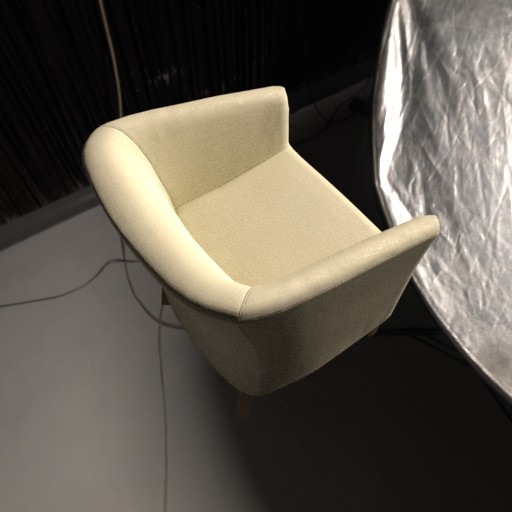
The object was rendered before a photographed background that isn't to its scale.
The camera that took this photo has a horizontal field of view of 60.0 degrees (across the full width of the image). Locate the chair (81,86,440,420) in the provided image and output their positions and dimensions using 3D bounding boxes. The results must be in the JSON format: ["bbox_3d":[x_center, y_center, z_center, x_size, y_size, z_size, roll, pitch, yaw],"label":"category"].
[{"bbox_3d":[0.000,0.000,1.266,0.657,0.822,0.643,-31,62,-19],"label":"chair"}]
